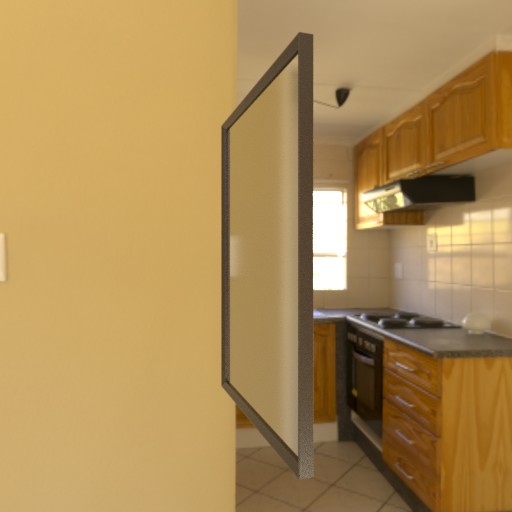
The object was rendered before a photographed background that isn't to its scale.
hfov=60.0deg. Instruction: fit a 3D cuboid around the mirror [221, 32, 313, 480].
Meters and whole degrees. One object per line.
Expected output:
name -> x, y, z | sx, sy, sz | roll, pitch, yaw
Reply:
mirror -> 0.000, 0.000, 1.373 | 0.041, 1.016, 0.762 | 0, 0, -18
